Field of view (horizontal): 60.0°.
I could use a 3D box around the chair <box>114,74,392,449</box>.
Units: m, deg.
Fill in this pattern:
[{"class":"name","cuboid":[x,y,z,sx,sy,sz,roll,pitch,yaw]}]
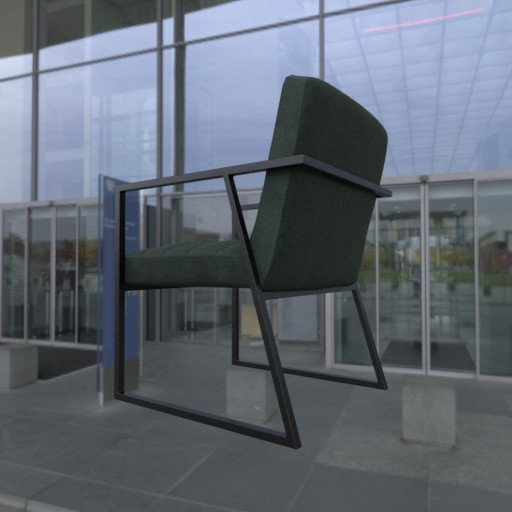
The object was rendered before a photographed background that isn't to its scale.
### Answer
[{"class":"chair","cuboid":[0.000,0.000,1.352,0.677,0.833,0.571,-1,-2,36]}]
